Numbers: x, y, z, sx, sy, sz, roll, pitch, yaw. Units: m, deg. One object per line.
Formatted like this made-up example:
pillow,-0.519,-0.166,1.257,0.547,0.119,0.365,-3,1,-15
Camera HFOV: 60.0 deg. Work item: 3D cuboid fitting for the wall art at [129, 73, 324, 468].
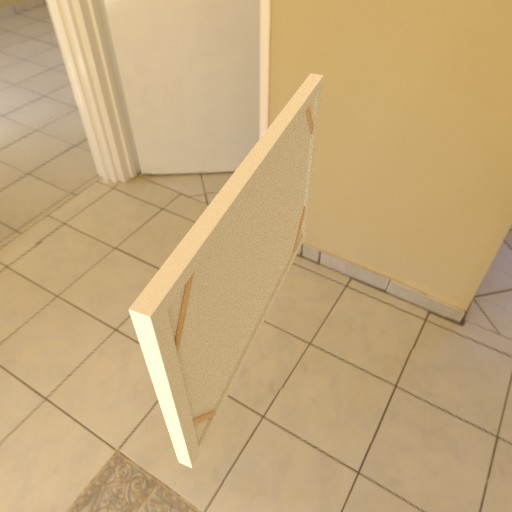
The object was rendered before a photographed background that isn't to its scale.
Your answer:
wall art,0.000,0.000,1.172,0.038,0.609,0.914,16,47,16
